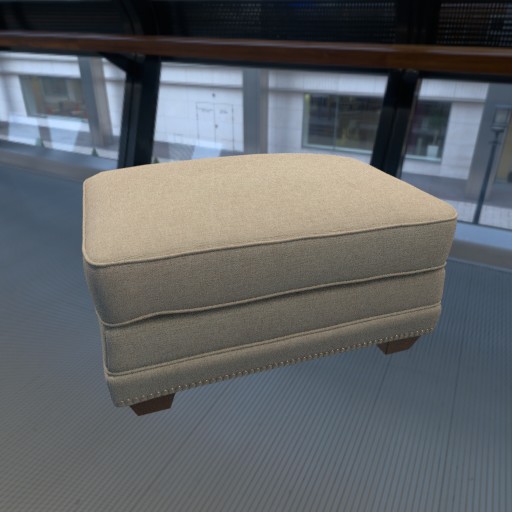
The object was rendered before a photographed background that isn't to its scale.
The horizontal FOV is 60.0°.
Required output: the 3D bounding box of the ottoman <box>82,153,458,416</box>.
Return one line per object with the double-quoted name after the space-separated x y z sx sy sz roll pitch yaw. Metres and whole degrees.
0.000 0.000 1.161 0.813 0.458 0.559 -9 28 -17 "ottoman"
